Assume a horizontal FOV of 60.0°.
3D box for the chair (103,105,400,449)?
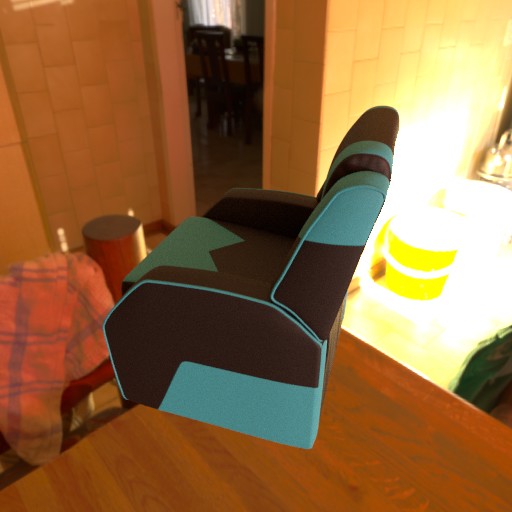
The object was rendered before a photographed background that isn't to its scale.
[{"bbox_3d":[0.000,0.000,1.273,0.672,0.805,0.620,9,32,15],"label":"chair"}]
